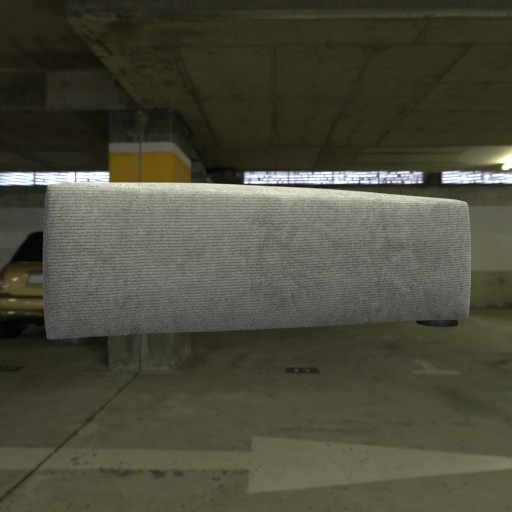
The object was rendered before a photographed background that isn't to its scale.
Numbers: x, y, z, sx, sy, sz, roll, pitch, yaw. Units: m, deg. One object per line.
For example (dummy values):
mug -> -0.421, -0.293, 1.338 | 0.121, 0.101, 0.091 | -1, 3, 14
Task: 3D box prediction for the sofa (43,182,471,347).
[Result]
sofa -> 0.000, 0.000, 1.130 | 0.930, 0.330, 0.480 | 0, 0, -16
